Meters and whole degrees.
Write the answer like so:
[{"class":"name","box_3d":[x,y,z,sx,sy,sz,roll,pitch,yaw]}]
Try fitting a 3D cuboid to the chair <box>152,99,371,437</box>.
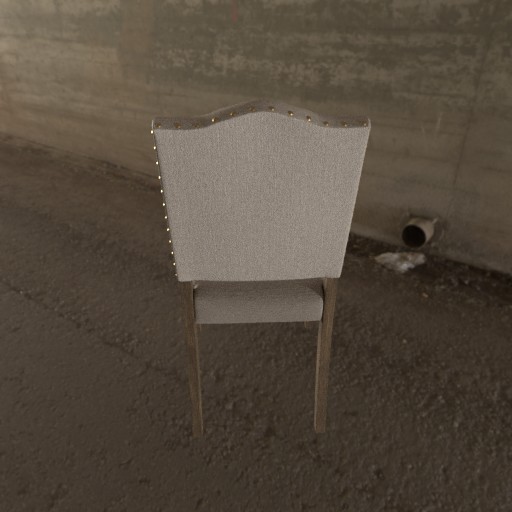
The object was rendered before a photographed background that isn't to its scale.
[{"class":"chair","box_3d":[0.000,0.000,1.358,0.508,1.020,0.620,-1,30,-2]}]
